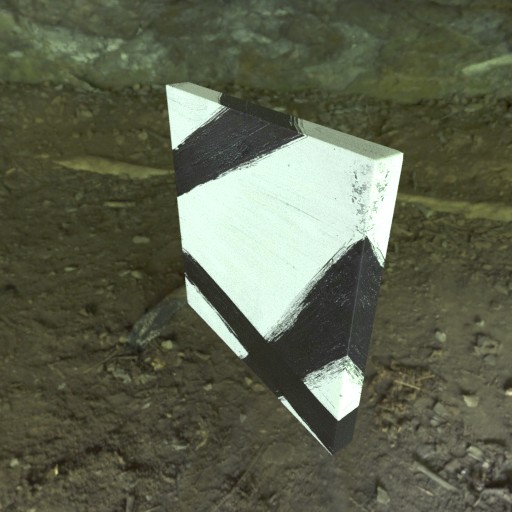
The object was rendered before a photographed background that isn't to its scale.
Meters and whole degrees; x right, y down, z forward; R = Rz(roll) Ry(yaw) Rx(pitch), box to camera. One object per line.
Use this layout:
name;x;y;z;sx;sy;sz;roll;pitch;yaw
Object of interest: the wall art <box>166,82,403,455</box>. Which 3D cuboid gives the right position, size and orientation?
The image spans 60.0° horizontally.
wall art;0.000;0.000;0.786;0.050;0.508;0.507;-20;37;-30
